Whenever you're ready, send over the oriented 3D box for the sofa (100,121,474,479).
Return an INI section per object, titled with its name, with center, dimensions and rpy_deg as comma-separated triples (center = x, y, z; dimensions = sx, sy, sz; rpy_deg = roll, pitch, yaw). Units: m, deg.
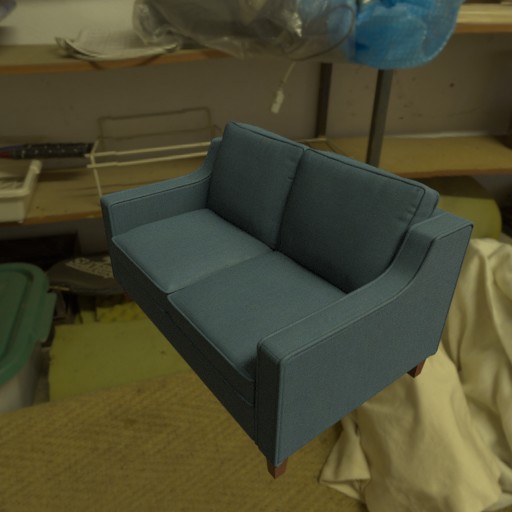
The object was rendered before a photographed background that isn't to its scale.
[sofa]
center = 0.000, 0.000, 2.131
dimensions = 0.987, 0.971, 1.501
rpy_deg = -21, 37, -31
